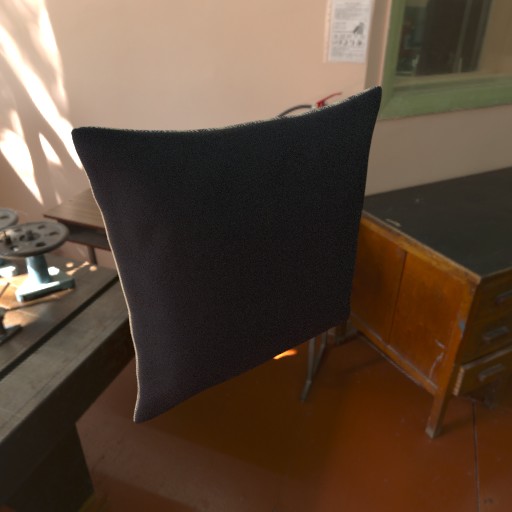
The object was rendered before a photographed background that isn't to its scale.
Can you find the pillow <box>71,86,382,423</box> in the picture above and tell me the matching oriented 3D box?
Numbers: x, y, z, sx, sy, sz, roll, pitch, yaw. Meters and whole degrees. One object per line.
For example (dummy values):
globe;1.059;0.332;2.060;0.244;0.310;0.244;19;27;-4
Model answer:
pillow;0.000;0.000;0.761;0.520;0.508;0.166;-19;35;-30
